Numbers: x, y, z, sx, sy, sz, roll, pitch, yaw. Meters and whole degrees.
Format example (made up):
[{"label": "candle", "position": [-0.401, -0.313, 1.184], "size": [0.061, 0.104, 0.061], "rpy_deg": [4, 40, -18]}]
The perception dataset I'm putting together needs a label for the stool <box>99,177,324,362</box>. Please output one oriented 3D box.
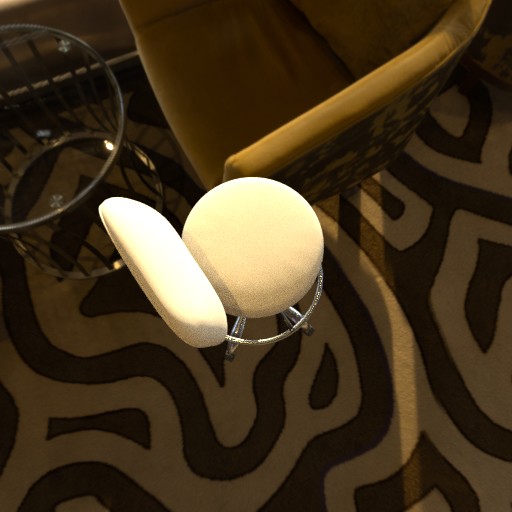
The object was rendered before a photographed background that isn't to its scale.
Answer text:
[{"label": "stool", "position": [0.000, 0.000, 1.442], "size": [0.616, 1.080, 0.609], "rpy_deg": [-33, 77, -9]}]
